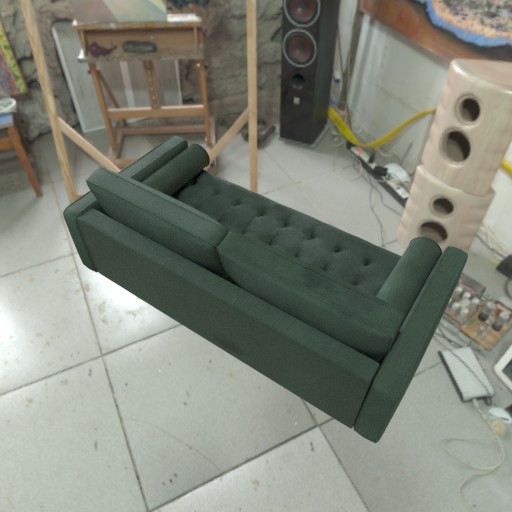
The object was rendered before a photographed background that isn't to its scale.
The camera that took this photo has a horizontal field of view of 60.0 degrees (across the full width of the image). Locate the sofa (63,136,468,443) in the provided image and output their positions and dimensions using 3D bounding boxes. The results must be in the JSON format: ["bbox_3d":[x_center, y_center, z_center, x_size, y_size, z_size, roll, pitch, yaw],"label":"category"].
[{"bbox_3d":[0.000,0.000,2.340,1.880,0.772,0.916,27,52,23],"label":"sofa"}]
